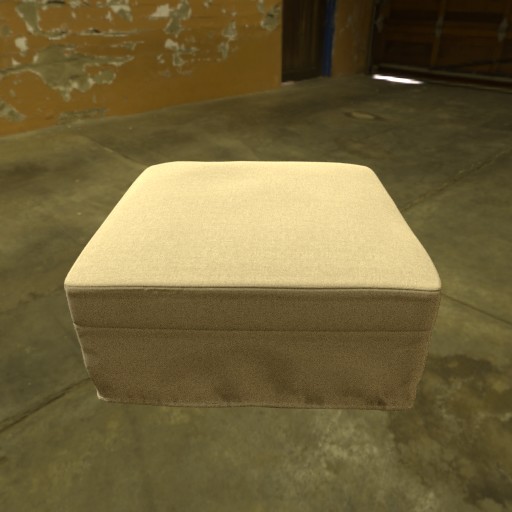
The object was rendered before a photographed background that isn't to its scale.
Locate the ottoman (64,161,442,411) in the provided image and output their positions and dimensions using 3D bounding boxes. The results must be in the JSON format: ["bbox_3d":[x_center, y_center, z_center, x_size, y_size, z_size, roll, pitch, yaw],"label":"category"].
[{"bbox_3d":[0.000,0.000,1.373,0.840,0.436,0.843,1,29,1],"label":"ottoman"}]
